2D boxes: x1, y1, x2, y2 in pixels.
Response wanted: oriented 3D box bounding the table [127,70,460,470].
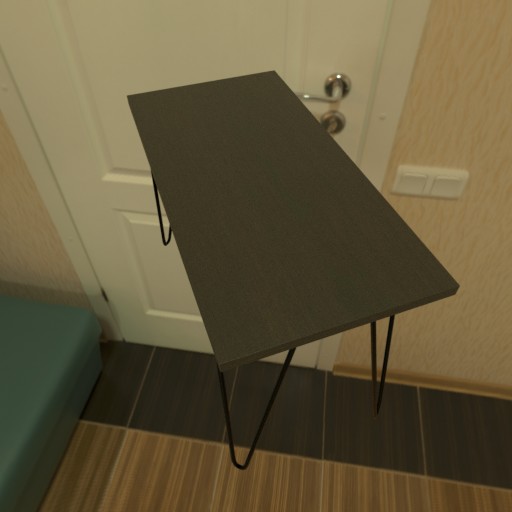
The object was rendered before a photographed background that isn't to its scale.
[{"bbox_3d":[0.000,0.000,1.378,0.499,0.660,0.991,-15,50,-13],"label":"table"}]
